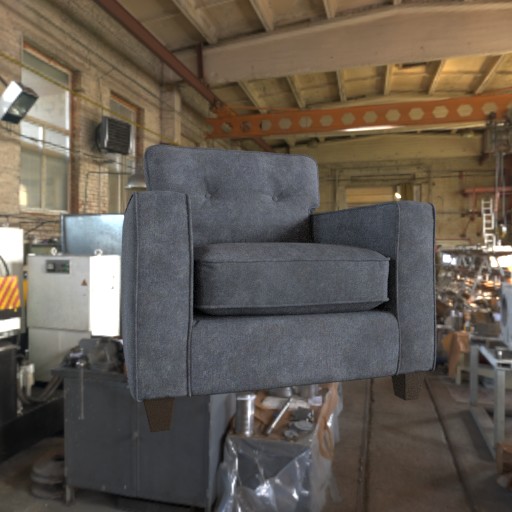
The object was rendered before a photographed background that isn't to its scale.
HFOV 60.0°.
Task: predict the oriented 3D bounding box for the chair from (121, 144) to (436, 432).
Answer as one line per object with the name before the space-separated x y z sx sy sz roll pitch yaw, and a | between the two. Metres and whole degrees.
chair | 0.000 0.000 1.759 1.015 0.965 0.939 0 1 -18
